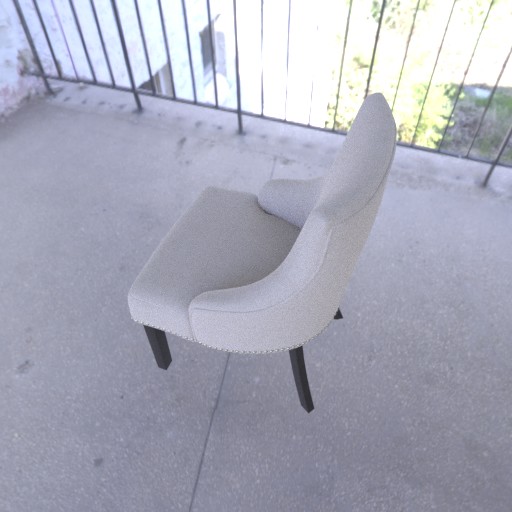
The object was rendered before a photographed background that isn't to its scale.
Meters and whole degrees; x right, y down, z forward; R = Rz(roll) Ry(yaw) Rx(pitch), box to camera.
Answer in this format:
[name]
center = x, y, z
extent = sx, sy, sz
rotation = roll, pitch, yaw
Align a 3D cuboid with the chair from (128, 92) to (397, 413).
[chair]
center = 0.000, 0.000, 1.343
extent = 0.629, 0.909, 0.566
rotation = 17, 50, 14
